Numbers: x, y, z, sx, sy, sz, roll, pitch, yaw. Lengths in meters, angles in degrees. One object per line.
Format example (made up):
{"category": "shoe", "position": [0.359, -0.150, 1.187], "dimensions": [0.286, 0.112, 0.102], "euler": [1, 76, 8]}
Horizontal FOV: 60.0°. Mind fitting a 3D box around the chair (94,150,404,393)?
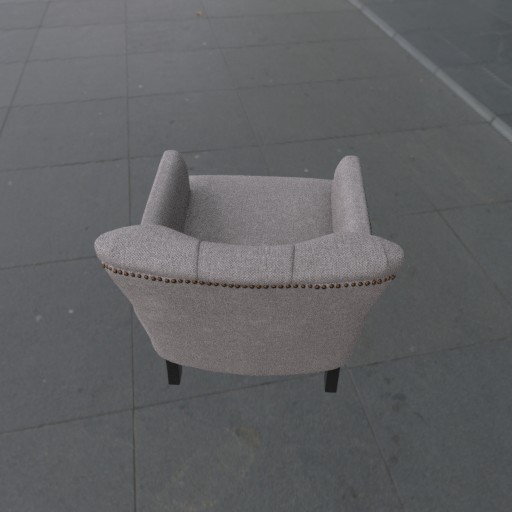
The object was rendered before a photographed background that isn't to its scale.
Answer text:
{"category": "chair", "position": [0.000, 0.000, 1.530], "dimensions": [0.737, 0.823, 0.902], "euler": [2, 46, 2]}
